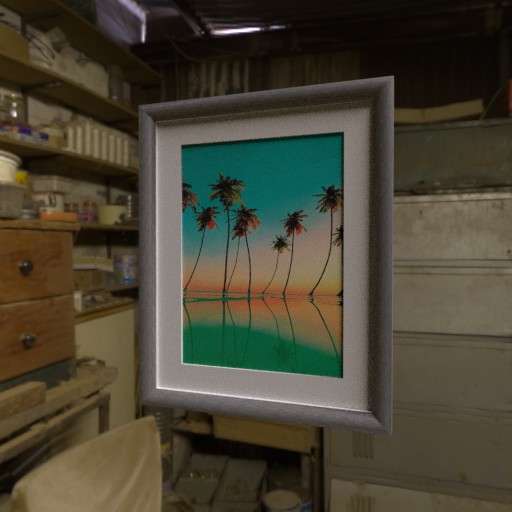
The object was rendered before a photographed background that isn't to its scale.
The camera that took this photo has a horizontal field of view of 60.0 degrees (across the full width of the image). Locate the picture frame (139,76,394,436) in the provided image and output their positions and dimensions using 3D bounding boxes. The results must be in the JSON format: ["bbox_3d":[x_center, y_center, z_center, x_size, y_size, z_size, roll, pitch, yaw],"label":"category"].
[{"bbox_3d":[0.000,0.000,0.769,0.454,0.559,0.029,0,1,18],"label":"picture frame"}]
